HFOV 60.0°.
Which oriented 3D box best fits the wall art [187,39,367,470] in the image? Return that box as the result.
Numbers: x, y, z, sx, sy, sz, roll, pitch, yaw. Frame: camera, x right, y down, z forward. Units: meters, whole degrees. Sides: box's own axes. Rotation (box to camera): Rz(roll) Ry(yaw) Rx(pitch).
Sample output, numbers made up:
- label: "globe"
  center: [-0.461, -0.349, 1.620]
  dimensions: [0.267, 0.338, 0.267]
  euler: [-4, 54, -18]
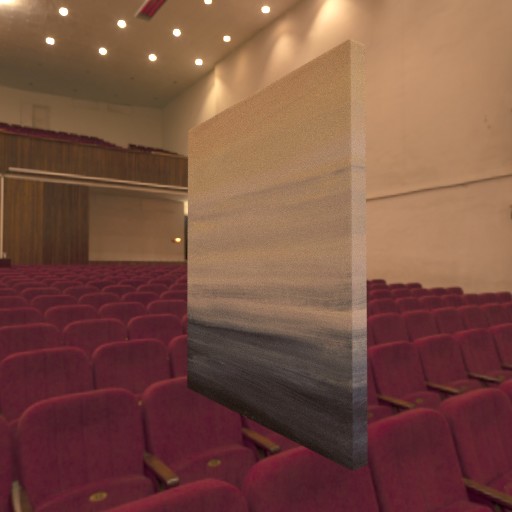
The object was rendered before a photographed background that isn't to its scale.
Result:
- label: "wall art"
  center: [0.000, 0.000, 0.985]
  dimensions: [0.041, 0.710, 0.608]
  euler: [1, -2, -35]
